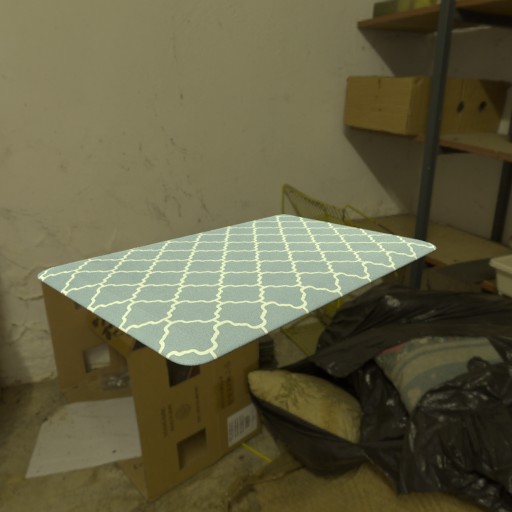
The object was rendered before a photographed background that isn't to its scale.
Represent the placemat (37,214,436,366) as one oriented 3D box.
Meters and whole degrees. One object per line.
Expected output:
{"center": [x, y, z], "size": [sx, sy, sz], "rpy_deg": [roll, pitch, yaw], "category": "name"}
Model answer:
{"center": [0.000, 0.000, 0.972], "size": [0.508, 0.021, 0.762], "rpy_deg": [16, 24, 42], "category": "placemat"}
